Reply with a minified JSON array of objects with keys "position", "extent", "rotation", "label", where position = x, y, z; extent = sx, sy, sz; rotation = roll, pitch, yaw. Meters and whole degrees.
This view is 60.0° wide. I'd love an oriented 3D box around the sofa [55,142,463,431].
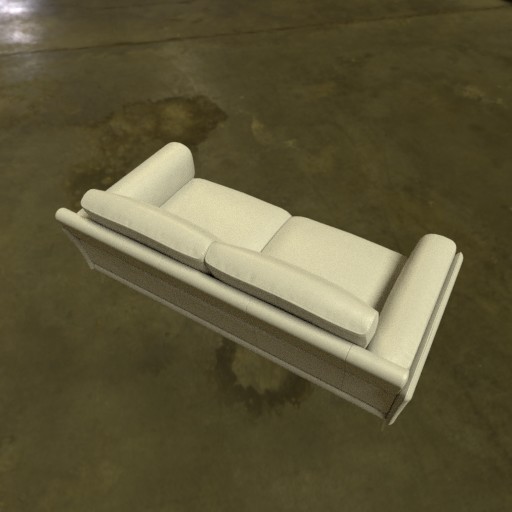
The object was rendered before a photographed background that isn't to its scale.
[{"position":[0.000,0.000,2.615],"extent":[2.101,0.930,1.049],"rotation":[23,51,20],"label":"sofa"}]
